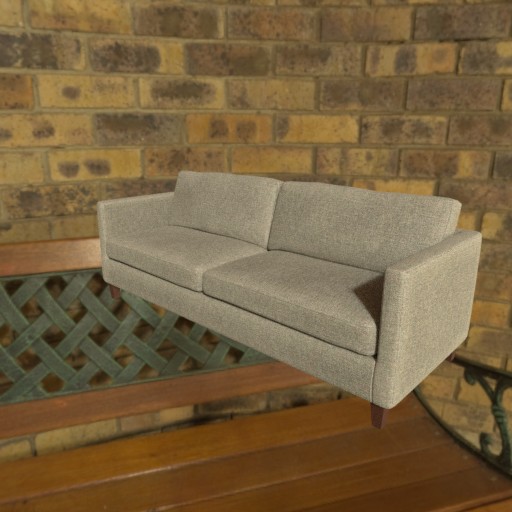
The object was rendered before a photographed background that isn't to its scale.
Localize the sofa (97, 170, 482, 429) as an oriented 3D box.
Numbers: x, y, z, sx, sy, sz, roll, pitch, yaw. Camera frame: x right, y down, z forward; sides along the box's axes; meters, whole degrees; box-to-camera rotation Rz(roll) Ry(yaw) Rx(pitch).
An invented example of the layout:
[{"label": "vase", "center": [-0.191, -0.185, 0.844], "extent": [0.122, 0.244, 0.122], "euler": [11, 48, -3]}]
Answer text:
[{"label": "sofa", "center": [0.000, 0.000, 2.872], "extent": [2.434, 0.951, 0.948], "euler": [15, 22, 41]}]
